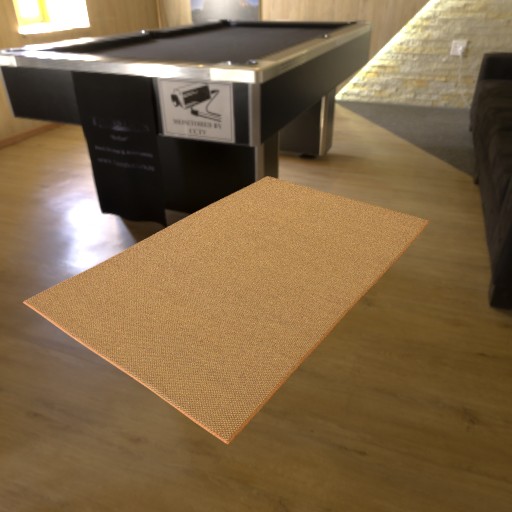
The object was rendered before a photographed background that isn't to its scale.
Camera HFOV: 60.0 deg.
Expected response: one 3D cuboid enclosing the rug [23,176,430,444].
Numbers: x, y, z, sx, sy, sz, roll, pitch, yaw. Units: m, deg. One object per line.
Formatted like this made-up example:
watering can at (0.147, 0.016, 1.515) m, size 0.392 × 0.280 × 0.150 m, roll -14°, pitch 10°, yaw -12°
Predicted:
rug at (0.000, 0.000, 2.062) m, size 1.078 × 0.013 × 1.678 m, roll 22°, pitch 38°, yaw 31°
